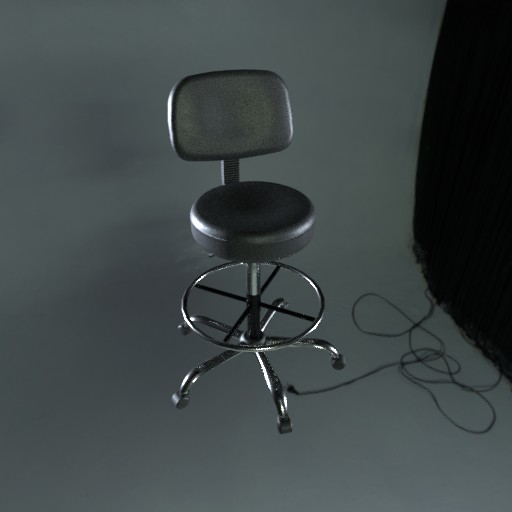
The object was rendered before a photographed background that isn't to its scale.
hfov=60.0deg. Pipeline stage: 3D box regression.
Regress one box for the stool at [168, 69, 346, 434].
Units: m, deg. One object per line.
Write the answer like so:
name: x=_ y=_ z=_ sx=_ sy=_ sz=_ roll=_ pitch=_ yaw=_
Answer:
stool: x=0.000 y=0.000 z=1.483 sx=0.694 sy=1.069 sz=0.658 roll=-10 pitch=34 yaw=-15
